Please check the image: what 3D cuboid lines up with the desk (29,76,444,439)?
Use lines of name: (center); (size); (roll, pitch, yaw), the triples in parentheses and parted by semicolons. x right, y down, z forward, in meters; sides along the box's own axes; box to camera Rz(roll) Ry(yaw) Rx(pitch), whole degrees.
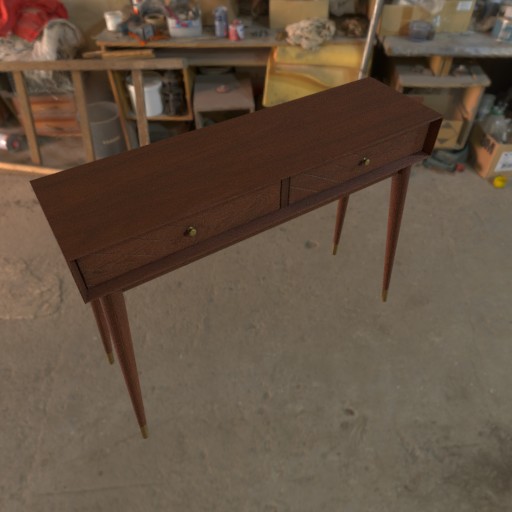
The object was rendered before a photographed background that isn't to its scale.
desk: (0.000, 0.000, 1.615); (1.204, 0.917, 0.384); (-24, 50, -22)
